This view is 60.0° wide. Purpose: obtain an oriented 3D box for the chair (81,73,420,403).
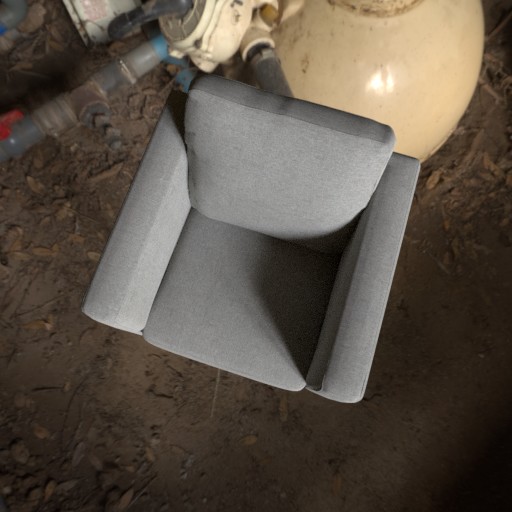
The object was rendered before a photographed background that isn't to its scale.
[{"bbox_3d":[0.000,0.000,1.550,0.855,0.927,0.800,17,76,5],"label":"chair"}]
